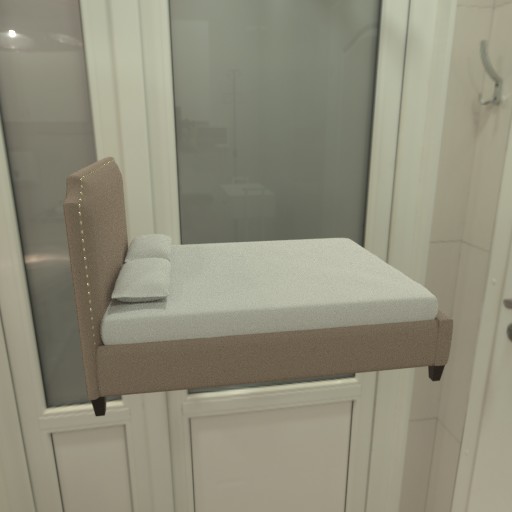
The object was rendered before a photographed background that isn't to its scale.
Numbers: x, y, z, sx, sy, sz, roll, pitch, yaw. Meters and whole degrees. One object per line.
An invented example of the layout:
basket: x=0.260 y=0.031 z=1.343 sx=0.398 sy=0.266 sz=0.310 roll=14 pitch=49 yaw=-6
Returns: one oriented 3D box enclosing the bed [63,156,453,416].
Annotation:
bed: x=0.000 y=0.000 z=3.439 sx=2.372 sy=1.443 sz=1.713 roll=-3 pitch=17 yaw=-9
